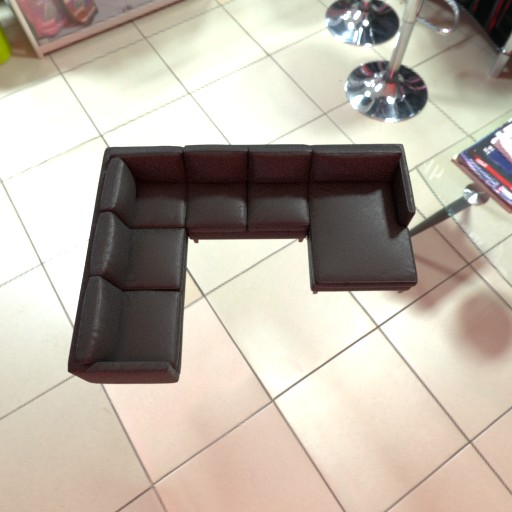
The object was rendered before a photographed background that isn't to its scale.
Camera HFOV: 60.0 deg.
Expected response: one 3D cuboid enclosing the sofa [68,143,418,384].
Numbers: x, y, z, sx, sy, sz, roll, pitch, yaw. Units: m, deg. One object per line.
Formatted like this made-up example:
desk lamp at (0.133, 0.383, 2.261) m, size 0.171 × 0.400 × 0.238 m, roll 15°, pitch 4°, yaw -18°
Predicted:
sofa at (0.000, 0.000, 4.776) m, size 3.460 × 0.923 × 2.593 m, roll -1°, pitch 64°, yaw 0°
